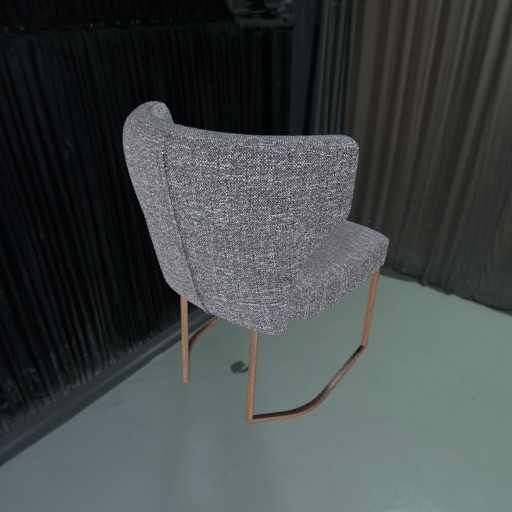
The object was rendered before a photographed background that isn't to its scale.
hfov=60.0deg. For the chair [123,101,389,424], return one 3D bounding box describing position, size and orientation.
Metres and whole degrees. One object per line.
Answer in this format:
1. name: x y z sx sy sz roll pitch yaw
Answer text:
1. chair: 0.000 0.000 1.260 0.611 0.824 0.617 21 36 32
